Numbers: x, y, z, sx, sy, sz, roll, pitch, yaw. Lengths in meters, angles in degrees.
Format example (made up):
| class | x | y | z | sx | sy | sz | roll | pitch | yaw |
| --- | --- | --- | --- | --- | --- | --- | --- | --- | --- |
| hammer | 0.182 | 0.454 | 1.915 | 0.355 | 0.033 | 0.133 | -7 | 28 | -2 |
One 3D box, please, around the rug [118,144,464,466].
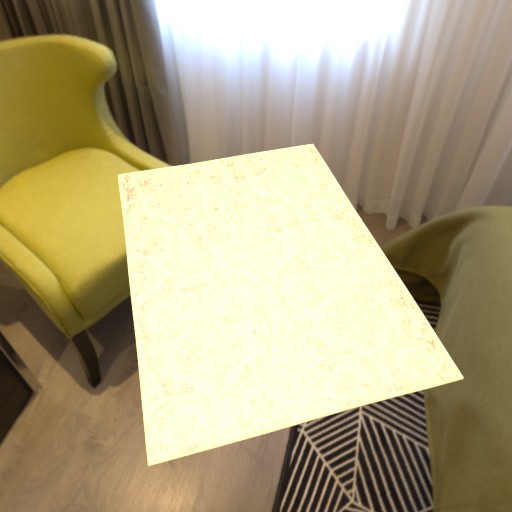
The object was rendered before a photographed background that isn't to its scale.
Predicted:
| class | x | y | z | sx | sy | sz | roll | pitch | yaw |
| --- | --- | --- | --- | --- | --- | --- | --- | --- | --- |
| rug | 0.000 | 0.000 | 2.834 | 1.598 | 0.014 | 2.202 | -11 | 48 | -10 |
